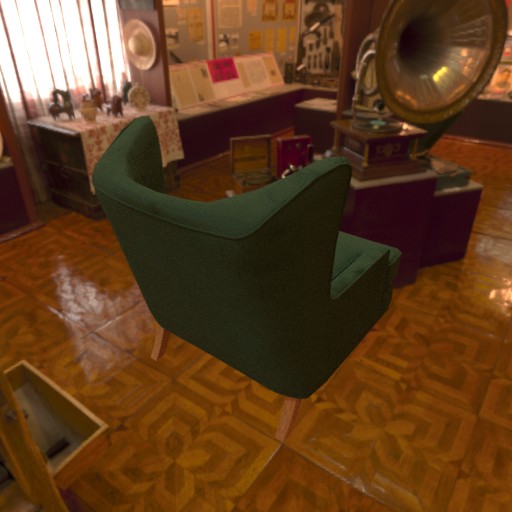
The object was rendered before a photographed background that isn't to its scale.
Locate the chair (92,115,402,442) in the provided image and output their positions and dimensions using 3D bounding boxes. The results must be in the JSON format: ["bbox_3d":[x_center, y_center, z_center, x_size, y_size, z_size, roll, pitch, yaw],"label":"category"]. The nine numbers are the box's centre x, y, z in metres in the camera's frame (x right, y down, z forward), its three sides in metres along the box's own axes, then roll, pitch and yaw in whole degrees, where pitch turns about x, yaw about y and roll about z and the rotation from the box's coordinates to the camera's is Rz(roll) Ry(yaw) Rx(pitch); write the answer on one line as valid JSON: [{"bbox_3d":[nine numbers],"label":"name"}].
[{"bbox_3d":[0.000,0.000,1.621,0.793,0.952,0.910,21,36,32],"label":"chair"}]
